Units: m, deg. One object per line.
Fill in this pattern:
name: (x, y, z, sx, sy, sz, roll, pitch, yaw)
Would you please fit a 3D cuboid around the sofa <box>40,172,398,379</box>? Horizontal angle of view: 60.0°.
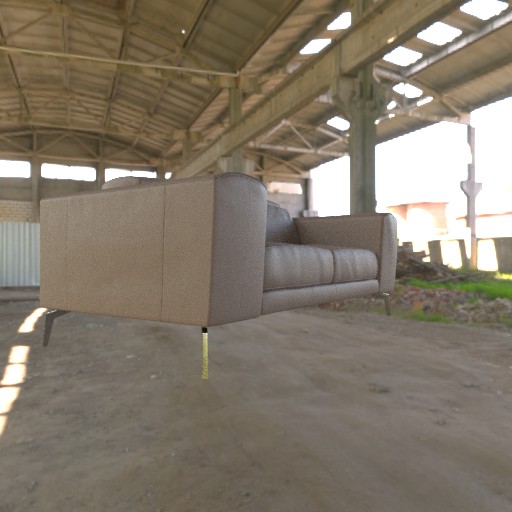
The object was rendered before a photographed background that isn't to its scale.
sofa: (0.000, 0.000, 2.390, 1.003, 0.779, 1.895, 0, 0, 34)
